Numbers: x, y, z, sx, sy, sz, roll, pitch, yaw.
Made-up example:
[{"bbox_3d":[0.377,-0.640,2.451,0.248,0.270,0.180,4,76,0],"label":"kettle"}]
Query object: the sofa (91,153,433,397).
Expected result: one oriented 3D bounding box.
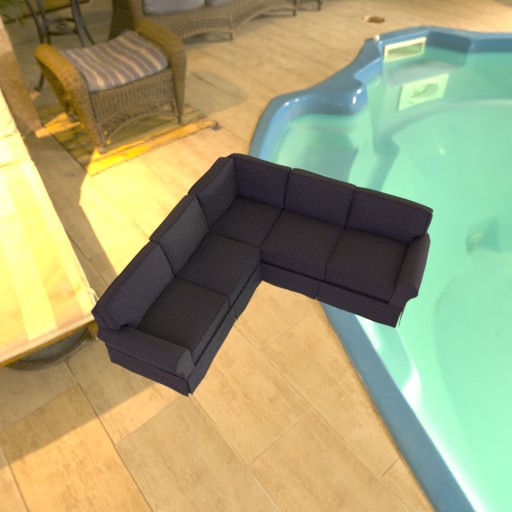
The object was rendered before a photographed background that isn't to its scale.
[{"bbox_3d":[0.000,0.000,5.053,3.773,1.169,2.874,-26,52,-22],"label":"sofa"}]
